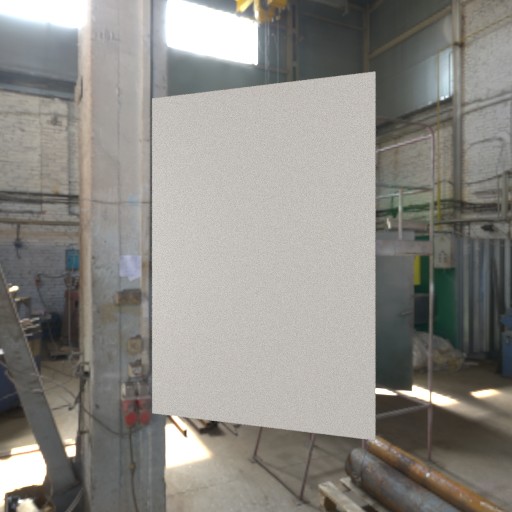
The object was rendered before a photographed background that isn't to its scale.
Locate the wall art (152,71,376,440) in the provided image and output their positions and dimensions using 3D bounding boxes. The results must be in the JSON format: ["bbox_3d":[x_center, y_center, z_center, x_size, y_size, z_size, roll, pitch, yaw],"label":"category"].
[{"bbox_3d":[0.000,0.000,0.623,0.325,0.474,0.010,0,0,18],"label":"wall art"}]
